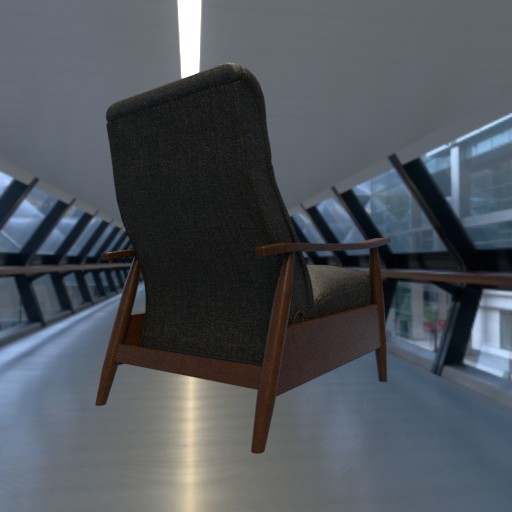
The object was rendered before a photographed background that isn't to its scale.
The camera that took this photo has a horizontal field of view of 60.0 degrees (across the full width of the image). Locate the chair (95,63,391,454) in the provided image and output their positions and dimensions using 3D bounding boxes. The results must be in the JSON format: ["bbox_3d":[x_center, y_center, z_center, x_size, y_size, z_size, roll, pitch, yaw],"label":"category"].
[{"bbox_3d":[0.000,0.000,1.790,0.762,1.082,1.014,-1,-2,36],"label":"chair"}]
